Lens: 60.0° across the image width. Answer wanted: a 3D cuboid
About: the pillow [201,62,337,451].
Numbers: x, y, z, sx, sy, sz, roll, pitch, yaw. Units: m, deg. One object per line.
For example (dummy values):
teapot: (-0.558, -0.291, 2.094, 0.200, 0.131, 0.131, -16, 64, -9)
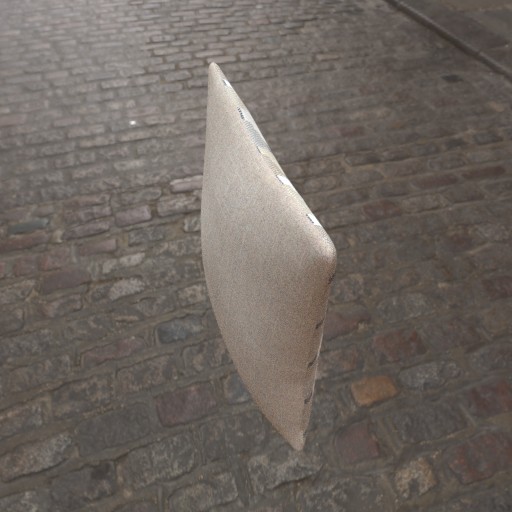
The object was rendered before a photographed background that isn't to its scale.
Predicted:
pillow: (0.000, 0.000, 0.866, 0.192, 0.558, 0.578, -13, 48, -12)
